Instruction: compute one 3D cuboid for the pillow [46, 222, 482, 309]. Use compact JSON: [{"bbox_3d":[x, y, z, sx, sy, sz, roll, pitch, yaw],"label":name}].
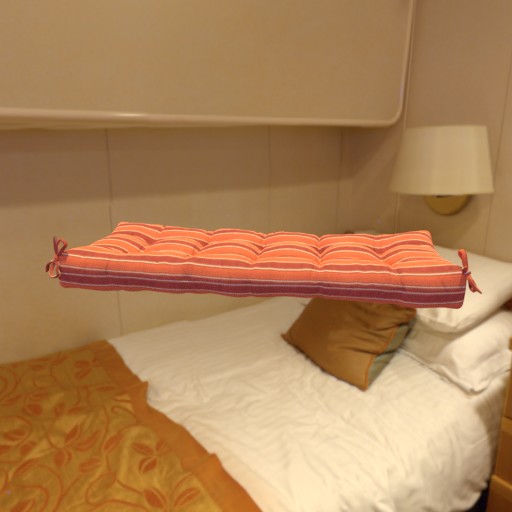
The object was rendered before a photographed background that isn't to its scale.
[{"bbox_3d":[0.000,0.000,1.363,1.194,0.174,0.511,2,16,8],"label":"pillow"}]
